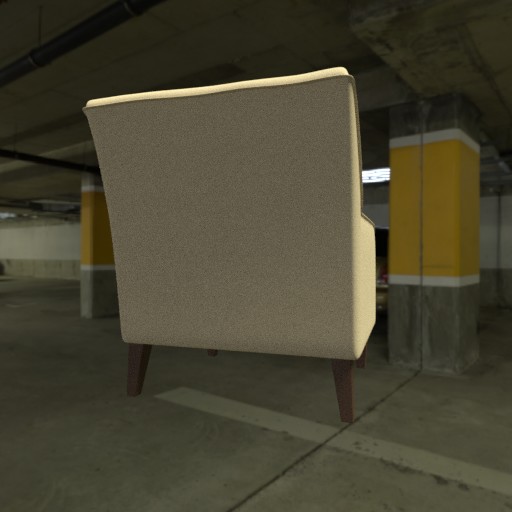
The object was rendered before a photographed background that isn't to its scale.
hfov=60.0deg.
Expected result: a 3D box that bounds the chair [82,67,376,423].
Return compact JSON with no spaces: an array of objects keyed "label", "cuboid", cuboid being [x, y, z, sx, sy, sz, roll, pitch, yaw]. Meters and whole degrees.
[{"label":"chair","cuboid":[0.000,0.000,1.570,0.780,0.919,0.899,0,0,19]}]
